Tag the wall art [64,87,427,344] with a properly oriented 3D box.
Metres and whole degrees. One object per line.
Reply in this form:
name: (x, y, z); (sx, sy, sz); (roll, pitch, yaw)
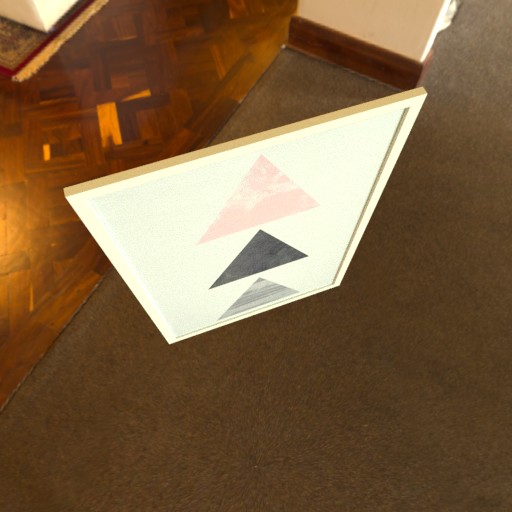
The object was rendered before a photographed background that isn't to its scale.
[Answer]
wall art: (0.000, 0.000, 0.825); (0.456, 0.656, 0.013); (-18, 66, -8)
